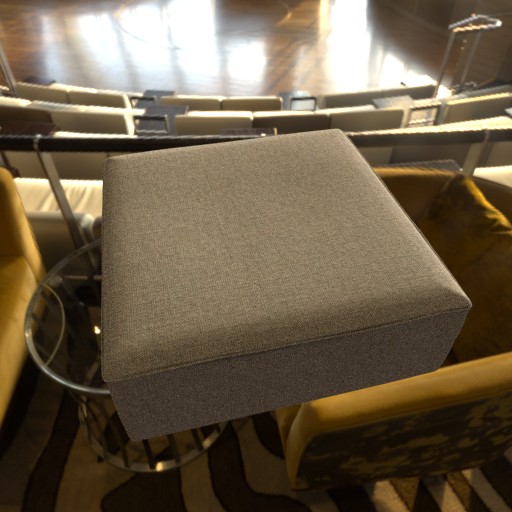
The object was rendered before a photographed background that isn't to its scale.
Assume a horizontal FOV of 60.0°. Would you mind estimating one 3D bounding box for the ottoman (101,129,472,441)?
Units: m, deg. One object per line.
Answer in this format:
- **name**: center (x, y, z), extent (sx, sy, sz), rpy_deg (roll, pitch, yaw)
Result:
- **ottoman**: center (0.000, 0.000, 1.596), extent (1.023, 0.423, 1.017), rpy_deg (-9, 46, -9)
